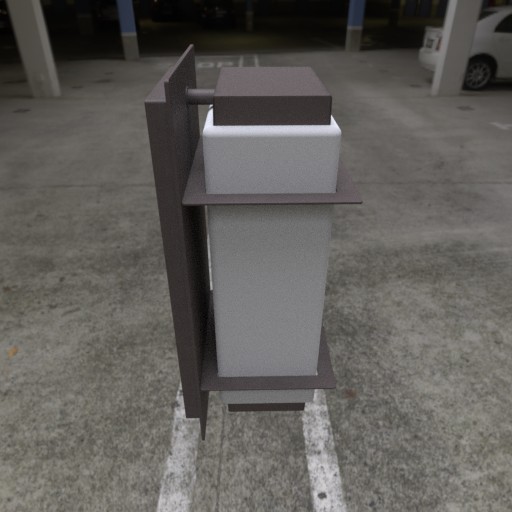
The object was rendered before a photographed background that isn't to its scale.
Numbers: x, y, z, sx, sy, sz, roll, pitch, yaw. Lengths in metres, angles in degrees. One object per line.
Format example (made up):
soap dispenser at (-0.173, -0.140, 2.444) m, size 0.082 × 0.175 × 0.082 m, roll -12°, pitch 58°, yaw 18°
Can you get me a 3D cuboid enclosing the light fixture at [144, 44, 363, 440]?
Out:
light fixture at (0.000, 0.000, 0.420) m, size 0.146 × 0.347 × 0.153 m, roll -1°, pitch 33°, yaw -1°
